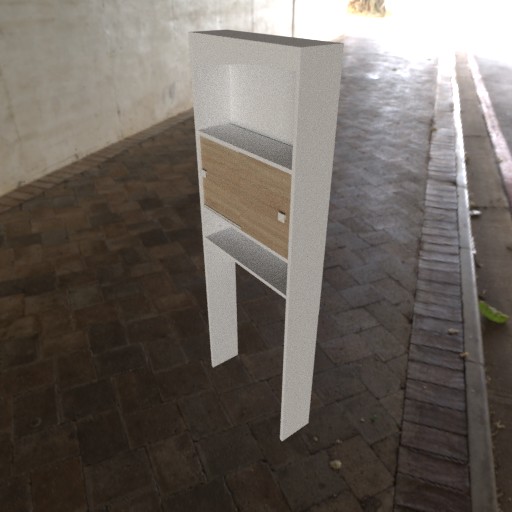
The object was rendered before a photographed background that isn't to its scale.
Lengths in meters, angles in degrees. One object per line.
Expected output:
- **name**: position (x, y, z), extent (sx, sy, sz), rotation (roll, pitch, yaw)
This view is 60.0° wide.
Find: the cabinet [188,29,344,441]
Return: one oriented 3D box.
- **cabinet**: position (0.000, 0.000, 1.991), extent (0.192, 1.770, 0.643), rotation (-22, 37, -31)
